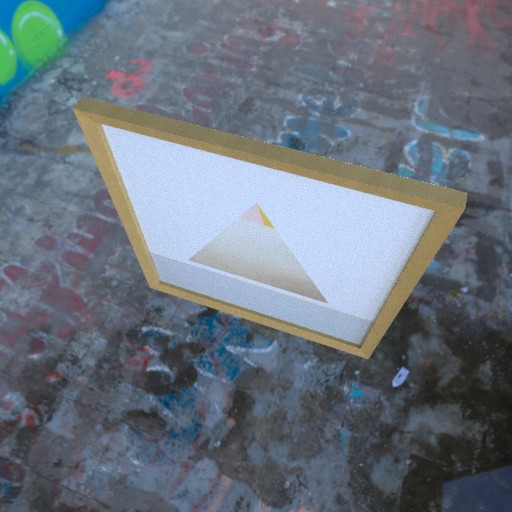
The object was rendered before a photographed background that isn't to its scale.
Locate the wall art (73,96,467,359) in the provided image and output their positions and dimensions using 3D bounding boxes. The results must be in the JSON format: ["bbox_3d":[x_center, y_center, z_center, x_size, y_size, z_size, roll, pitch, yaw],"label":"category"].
[{"bbox_3d":[0.000,0.000,2.917,1.935,1.936,0.097,17,60,10],"label":"wall art"}]
